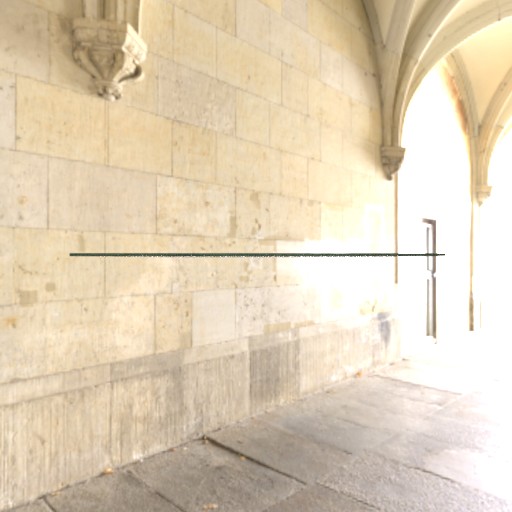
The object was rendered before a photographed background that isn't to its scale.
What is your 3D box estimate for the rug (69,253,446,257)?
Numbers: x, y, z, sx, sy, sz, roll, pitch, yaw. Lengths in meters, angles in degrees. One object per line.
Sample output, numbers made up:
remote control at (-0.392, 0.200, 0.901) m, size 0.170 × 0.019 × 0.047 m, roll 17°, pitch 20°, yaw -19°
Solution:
rug at (0.000, 0.000, 2.332) m, size 1.212 × 0.010 × 1.811 m, roll 0°, pitch 0°, yaw 0°
